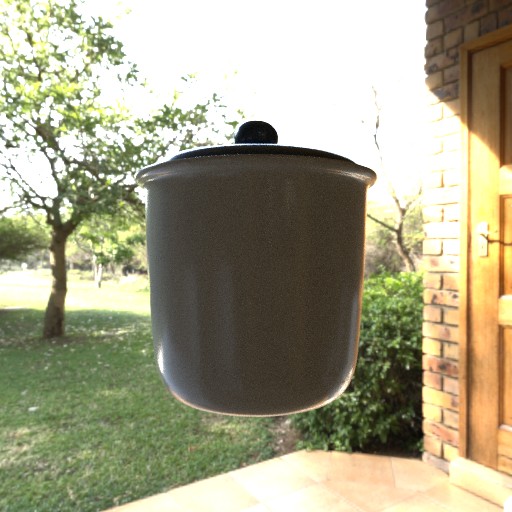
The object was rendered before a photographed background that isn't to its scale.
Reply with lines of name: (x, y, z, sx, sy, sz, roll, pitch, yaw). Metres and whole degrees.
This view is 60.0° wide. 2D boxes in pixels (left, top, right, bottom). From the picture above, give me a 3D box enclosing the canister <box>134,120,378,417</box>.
canister: (0.000, 0.000, 0.344, 0.182, 0.208, 0.182, 0, 0, 0)
